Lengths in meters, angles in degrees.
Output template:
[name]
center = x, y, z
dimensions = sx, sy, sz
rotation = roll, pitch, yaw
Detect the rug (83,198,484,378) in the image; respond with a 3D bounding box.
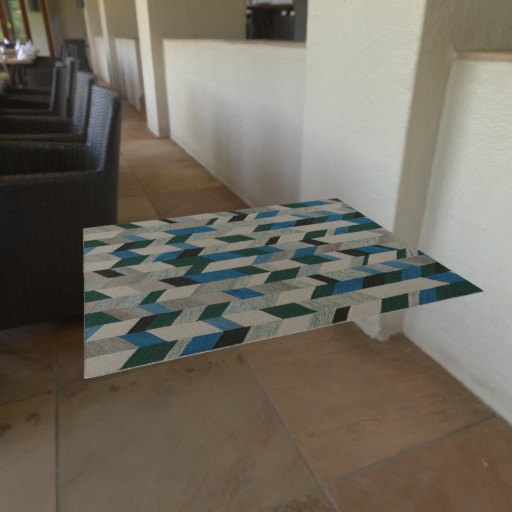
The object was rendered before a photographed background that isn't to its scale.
[rug]
center = 0.000, 0.000, 4.128
dimensions = 3.036, 0.008, 2.440
rotation = -9, 28, -17
